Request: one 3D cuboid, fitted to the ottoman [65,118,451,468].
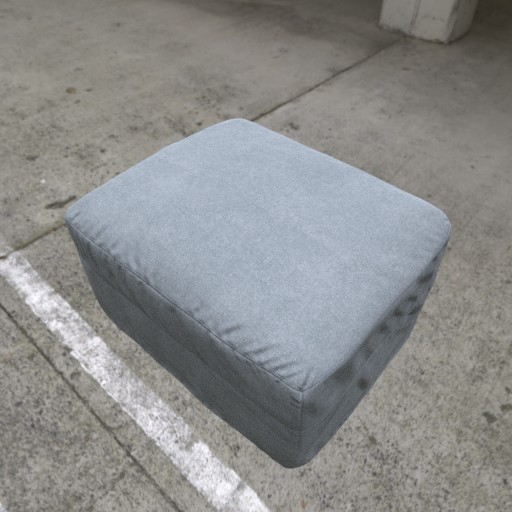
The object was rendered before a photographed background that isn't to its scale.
[{"bbox_3d":[0.000,0.000,1.236,0.837,0.481,0.683,32,54,28],"label":"ottoman"}]
